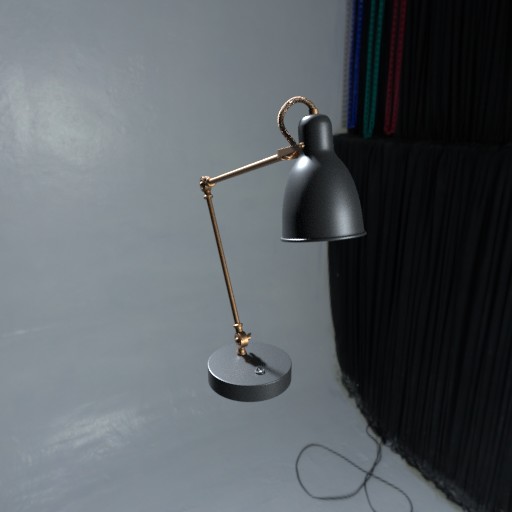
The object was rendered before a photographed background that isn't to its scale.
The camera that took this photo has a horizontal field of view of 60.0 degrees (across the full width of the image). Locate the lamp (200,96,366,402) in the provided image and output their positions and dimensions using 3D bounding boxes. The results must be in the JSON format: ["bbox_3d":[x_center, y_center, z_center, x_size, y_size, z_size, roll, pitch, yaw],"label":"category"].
[{"bbox_3d":[0.000,0.000,0.886,0.187,0.587,0.561,-9,19,-27],"label":"lamp"}]
